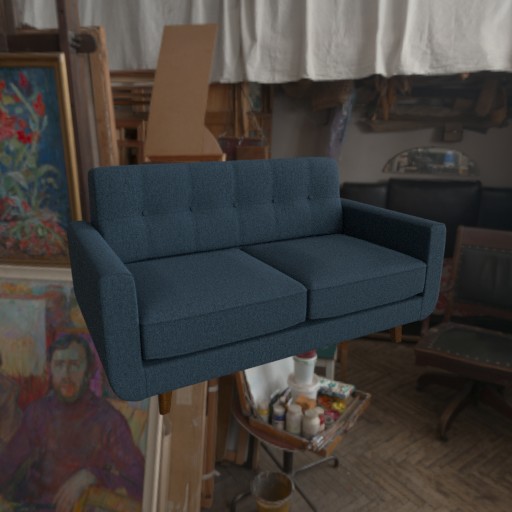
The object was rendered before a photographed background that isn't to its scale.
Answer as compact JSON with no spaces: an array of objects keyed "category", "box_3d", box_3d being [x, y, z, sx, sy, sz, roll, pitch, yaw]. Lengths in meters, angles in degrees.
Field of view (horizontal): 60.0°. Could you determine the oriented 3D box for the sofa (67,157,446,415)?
[{"category":"sofa","box_3d":[0.000,0.000,2.223,1.651,0.896,0.942,-9,19,-27]}]
